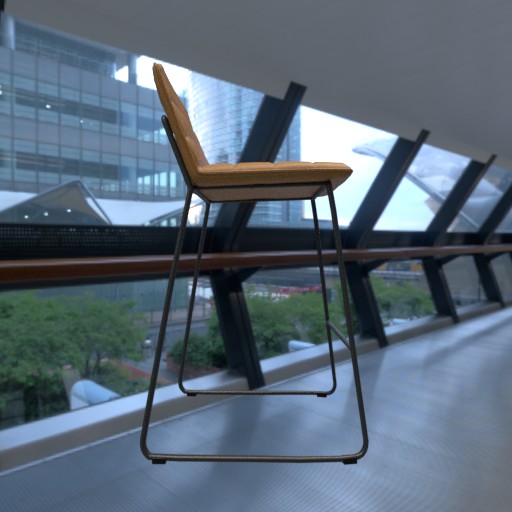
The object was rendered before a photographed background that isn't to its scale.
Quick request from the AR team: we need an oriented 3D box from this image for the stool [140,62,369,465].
[{"bbox_3d":[0.000,0.000,1.235,0.524,0.936,0.489,0,1,1],"label":"stool"}]
